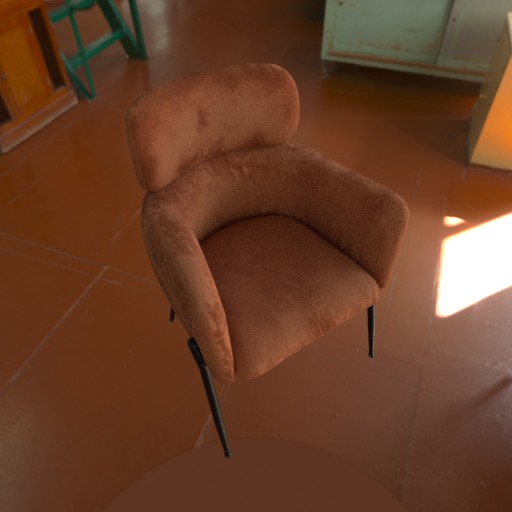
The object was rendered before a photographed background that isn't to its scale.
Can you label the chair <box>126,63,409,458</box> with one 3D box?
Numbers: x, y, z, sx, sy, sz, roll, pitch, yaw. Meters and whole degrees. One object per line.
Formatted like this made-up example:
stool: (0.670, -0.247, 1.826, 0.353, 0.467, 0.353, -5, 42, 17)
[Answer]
chair: (0.000, 0.000, 1.126, 0.561, 0.772, 0.523, -26, 52, -23)
